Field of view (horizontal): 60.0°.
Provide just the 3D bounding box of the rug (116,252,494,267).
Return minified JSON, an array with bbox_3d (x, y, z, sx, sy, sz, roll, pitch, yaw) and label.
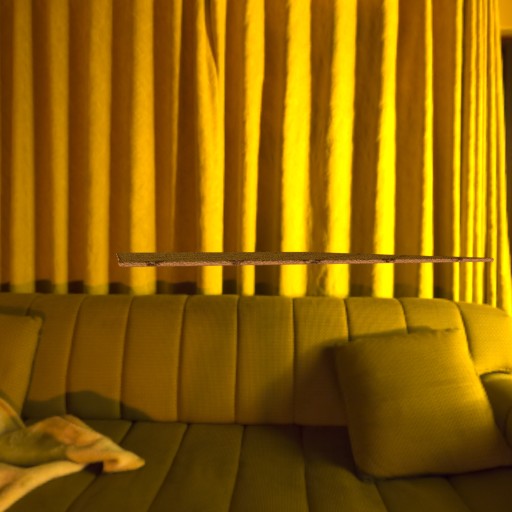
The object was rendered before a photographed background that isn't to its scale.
[{"bbox_3d":[0.000,0.000,4.074,2.438,0.029,3.047,0,1,-18],"label":"rug"}]
